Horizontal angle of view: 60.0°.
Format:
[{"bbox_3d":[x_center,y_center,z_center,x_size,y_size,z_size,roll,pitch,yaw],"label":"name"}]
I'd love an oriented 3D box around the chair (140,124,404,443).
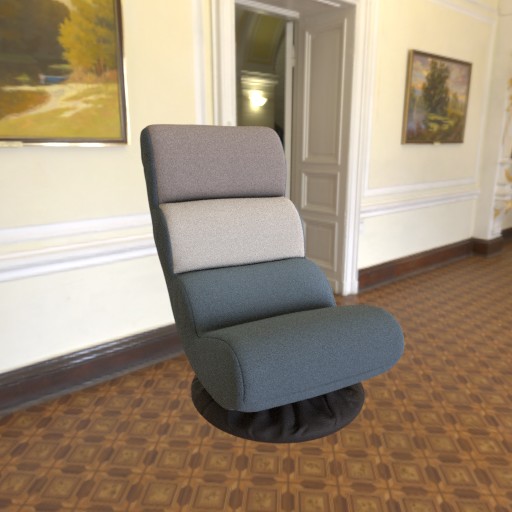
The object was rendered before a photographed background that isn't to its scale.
[{"bbox_3d":[0.000,0.000,1.096,0.420,0.641,0.661,-7,16,-26],"label":"chair"}]
